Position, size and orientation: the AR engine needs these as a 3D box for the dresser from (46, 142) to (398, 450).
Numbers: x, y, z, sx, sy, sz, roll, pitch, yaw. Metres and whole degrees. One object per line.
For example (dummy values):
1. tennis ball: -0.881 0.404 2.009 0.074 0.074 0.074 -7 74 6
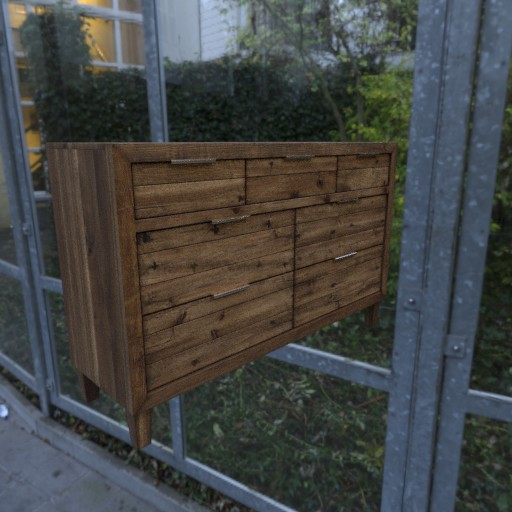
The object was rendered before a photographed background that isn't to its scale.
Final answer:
1. dresser: 0.000 0.000 1.796 1.387 0.892 0.438 -14 20 -43
